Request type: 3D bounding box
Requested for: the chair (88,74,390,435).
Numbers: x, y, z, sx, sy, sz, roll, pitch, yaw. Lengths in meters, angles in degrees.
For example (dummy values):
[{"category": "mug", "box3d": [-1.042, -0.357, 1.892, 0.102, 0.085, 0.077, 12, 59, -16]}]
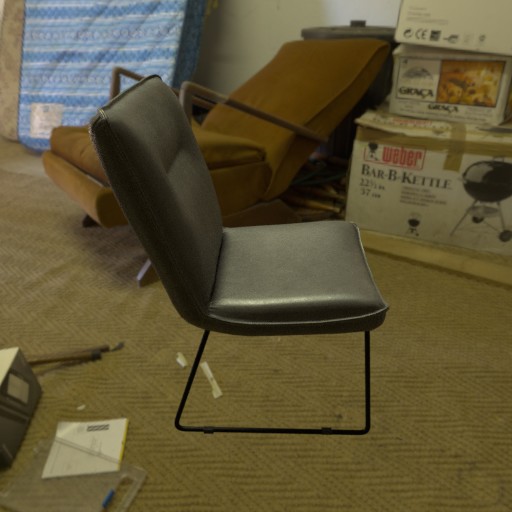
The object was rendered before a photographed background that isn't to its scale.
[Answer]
[{"category": "chair", "box3d": [0.000, 0.000, 1.299, 0.688, 0.932, 0.515, 1, 31, 1]}]
